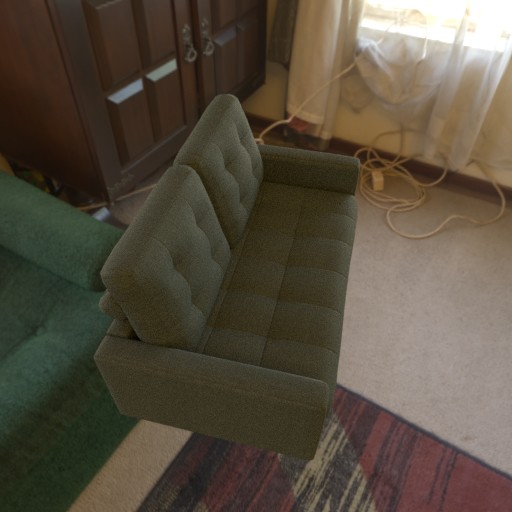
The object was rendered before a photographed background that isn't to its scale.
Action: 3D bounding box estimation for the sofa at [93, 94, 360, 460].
[{"bbox_3d":[0.000,0.000,1.957,0.842,0.907,1.407,10,47,9],"label":"sofa"}]
